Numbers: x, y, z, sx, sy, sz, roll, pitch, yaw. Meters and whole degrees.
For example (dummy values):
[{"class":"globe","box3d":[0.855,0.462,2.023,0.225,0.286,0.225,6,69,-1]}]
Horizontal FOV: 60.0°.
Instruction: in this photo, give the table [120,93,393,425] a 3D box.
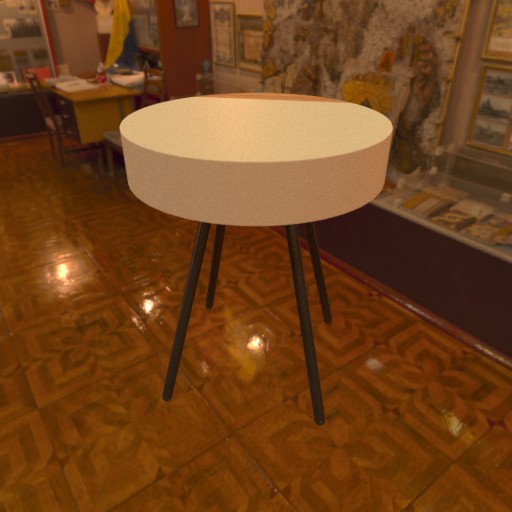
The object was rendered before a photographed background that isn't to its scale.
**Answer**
[{"class":"table","box3d":[0.000,0.000,0.860,0.450,0.525,0.450,0,31,0]}]
